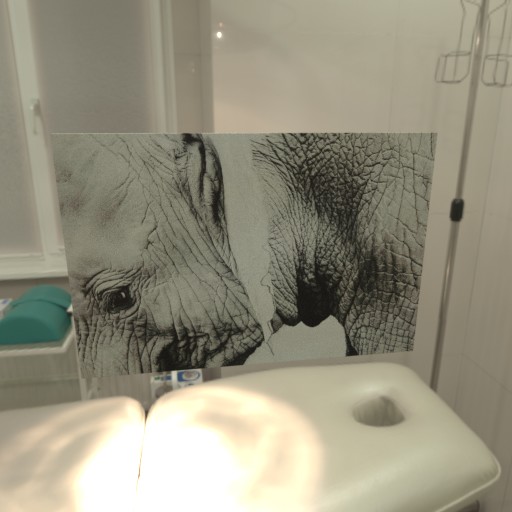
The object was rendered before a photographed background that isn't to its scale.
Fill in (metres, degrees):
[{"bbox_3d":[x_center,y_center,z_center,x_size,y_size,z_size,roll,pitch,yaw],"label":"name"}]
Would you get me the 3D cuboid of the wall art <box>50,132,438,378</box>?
[{"bbox_3d":[0.000,0.000,1.418,1.141,0.758,0.035,-3,17,-9],"label":"wall art"}]
